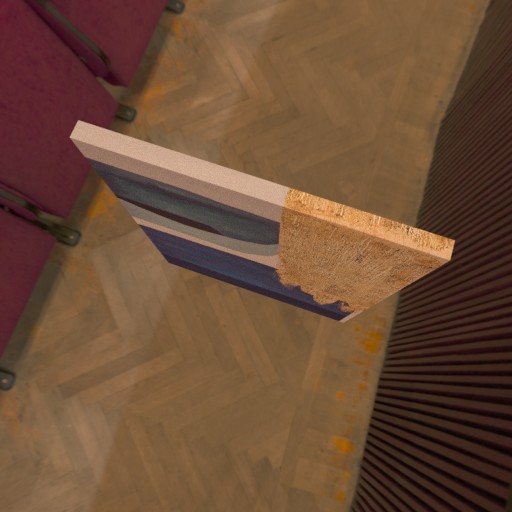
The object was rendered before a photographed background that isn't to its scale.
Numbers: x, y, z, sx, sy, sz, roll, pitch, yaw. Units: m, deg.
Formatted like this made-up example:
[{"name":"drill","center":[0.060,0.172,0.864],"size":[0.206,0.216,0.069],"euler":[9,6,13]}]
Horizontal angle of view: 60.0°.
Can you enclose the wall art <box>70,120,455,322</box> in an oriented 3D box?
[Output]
[{"name":"wall art","center":[0.000,0.000,0.804],"size":[0.458,0.613,0.026],"euler":[18,76,5]}]
